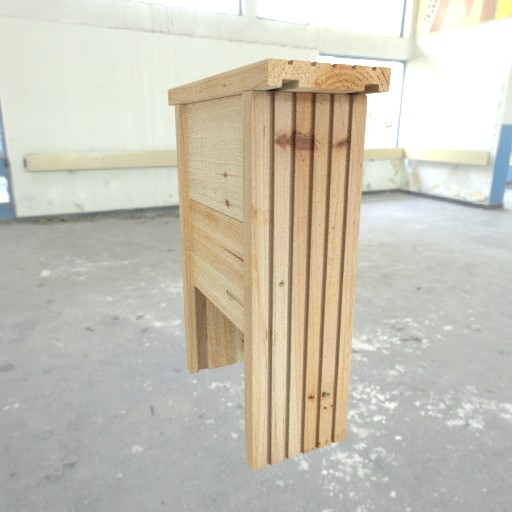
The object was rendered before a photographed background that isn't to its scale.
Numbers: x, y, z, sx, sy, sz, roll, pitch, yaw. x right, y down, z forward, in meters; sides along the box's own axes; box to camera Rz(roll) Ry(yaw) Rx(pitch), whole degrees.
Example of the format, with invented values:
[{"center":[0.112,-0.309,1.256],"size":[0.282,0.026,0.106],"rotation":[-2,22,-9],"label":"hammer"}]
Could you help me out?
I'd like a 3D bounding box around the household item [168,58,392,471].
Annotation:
[{"center":[0.000,0.000,0.551],"size":[0.123,0.407,0.301],"rotation":[-7,17,-24],"label":"household item"}]
